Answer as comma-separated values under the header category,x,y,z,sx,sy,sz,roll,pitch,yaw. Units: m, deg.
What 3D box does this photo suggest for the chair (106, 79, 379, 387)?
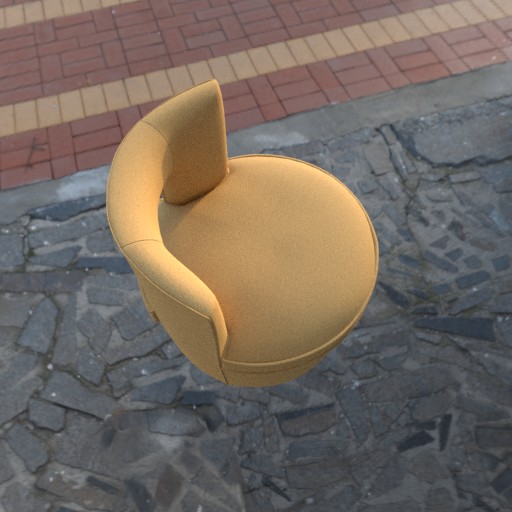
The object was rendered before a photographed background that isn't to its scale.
category,x,y,z,sx,sy,sz,roll,pitch,yaw
chair,0.000,0.000,1.248,0.665,0.723,0.650,-1,63,-1
